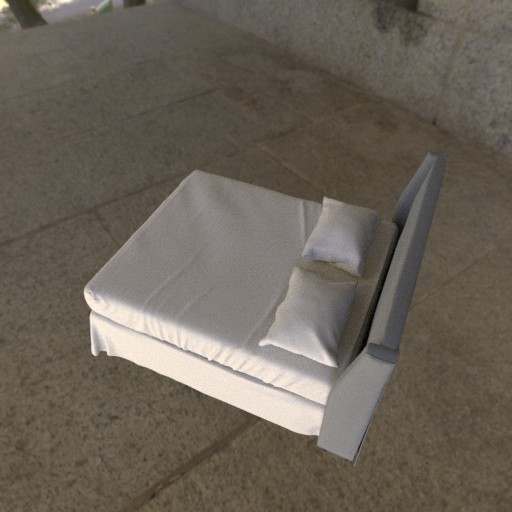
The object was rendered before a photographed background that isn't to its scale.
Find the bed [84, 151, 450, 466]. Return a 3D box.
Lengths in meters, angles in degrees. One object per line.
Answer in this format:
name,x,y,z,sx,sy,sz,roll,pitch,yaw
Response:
bed,0.000,0.000,3.401,2.276,1.332,1.925,18,48,17
